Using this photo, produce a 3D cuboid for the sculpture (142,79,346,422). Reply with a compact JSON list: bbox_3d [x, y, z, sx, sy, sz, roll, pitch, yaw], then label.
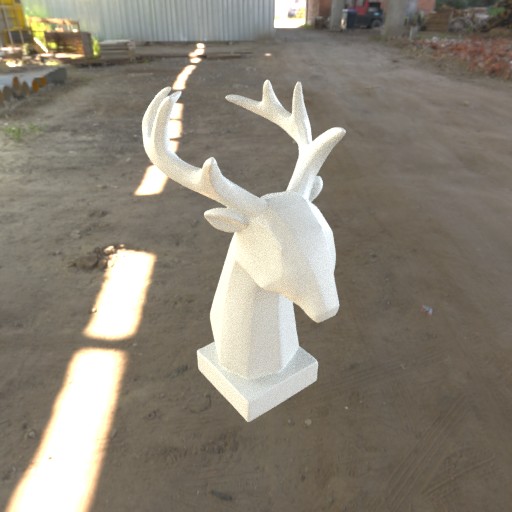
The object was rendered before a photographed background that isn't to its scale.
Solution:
[{"bbox_3d":[0.000,0.000,0.457,0.174,0.329,0.224,-21,35,-32],"label":"sculpture"}]
